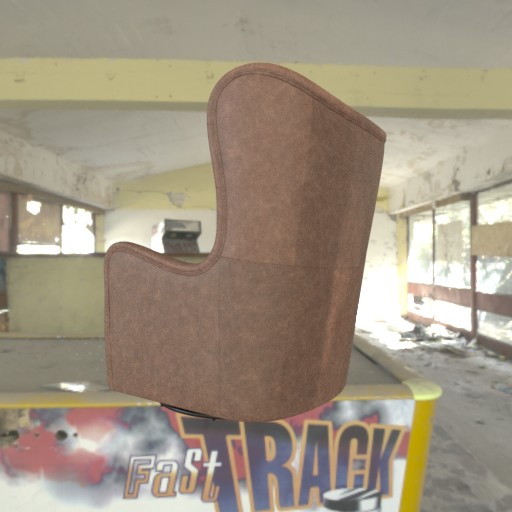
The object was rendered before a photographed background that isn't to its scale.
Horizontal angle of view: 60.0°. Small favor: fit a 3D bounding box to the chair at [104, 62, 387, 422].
[{"bbox_3d":[0.000,0.000,1.712,0.930,1.079,0.831,0,-1,35],"label":"chair"}]
